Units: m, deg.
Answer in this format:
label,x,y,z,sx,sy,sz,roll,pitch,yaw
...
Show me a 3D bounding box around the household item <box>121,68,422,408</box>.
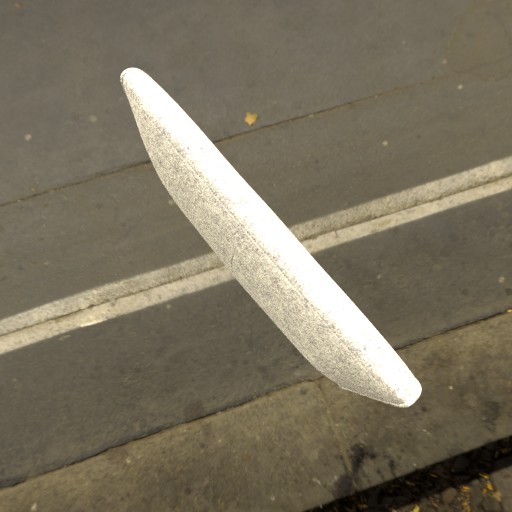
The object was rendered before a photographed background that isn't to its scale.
label,x,y,z,sx,sy,sz,roll,pitch,yaw
household item,0.000,0.000,0.437,0.057,0.221,0.335,-39,80,-8
